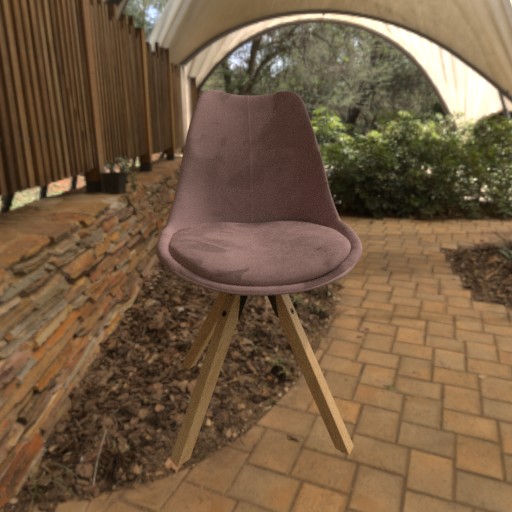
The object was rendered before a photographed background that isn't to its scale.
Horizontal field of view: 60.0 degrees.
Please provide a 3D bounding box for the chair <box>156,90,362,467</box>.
[{"bbox_3d":[0.000,0.000,1.165,0.485,0.850,0.550,-2,17,-5],"label":"chair"}]
